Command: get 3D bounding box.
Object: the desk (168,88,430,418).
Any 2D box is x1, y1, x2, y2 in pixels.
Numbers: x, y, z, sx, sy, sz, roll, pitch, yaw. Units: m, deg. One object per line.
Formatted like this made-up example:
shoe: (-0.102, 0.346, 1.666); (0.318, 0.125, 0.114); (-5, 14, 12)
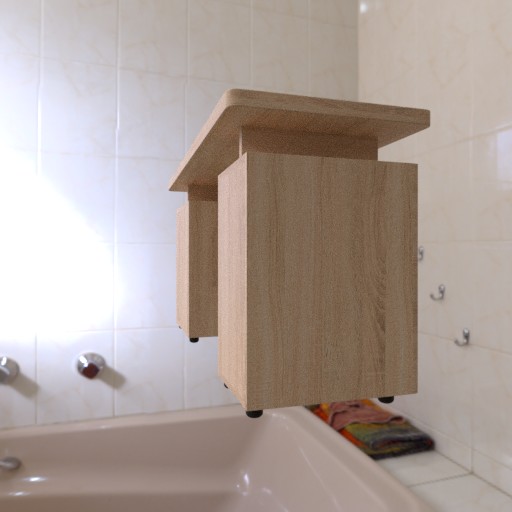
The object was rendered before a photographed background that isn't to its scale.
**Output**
desk: (0.000, 0.000, 1.742); (0.550, 0.760, 1.400); (0, 0, -17)
